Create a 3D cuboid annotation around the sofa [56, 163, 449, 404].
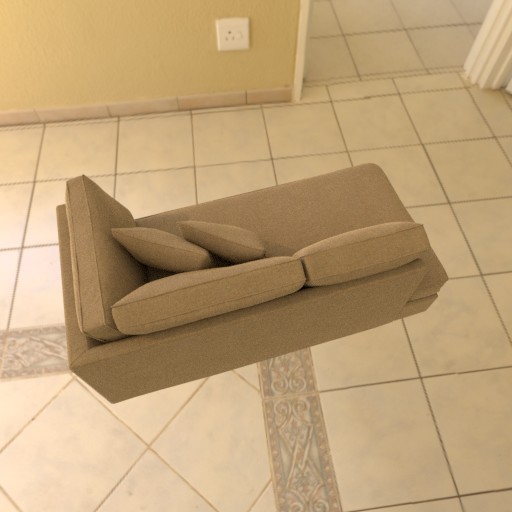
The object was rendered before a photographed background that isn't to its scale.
[{"bbox_3d":[0.000,0.000,2.855,2.238,1.019,1.110,-14,60,-8],"label":"sofa"}]
